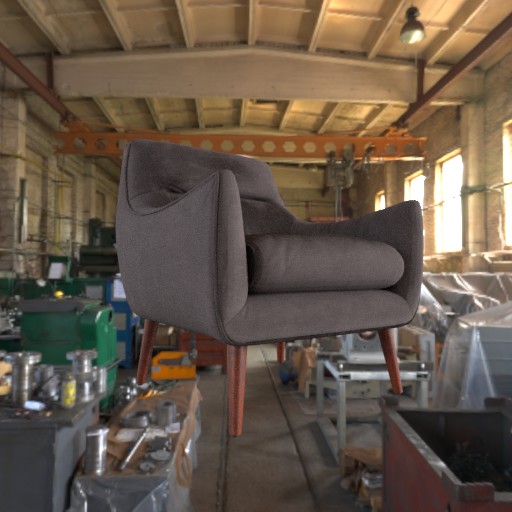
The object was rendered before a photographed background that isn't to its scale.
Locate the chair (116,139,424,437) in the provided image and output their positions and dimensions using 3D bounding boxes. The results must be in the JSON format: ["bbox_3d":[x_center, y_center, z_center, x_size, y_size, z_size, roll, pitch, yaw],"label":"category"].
[{"bbox_3d":[0.000,0.000,1.445,0.762,0.838,0.787,2,-3,-36],"label":"chair"}]
